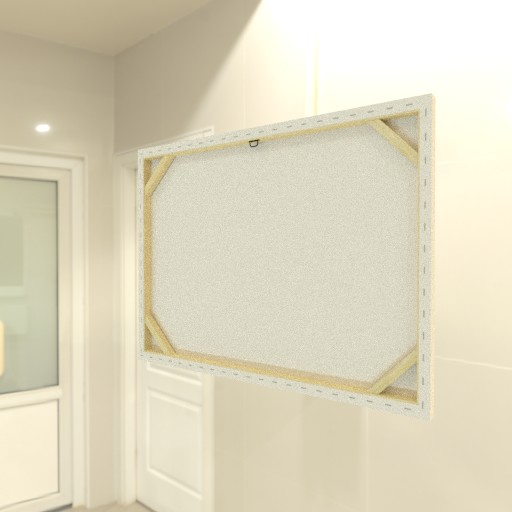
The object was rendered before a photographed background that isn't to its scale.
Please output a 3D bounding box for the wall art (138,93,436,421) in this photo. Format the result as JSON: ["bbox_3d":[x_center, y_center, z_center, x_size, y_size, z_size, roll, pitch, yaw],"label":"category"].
[{"bbox_3d":[0.000,0.000,1.335,1.016,0.762,0.038,1,1,35],"label":"wall art"}]
